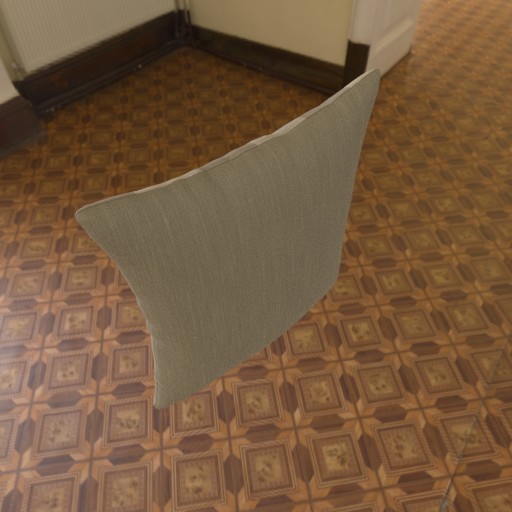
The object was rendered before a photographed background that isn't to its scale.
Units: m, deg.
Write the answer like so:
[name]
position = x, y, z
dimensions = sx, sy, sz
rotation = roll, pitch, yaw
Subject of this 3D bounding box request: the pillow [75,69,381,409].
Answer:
[pillow]
position = 0.000, 0.000, 0.771
dimensions = 0.511, 0.509, 0.161
rotation = -33, 56, -26
